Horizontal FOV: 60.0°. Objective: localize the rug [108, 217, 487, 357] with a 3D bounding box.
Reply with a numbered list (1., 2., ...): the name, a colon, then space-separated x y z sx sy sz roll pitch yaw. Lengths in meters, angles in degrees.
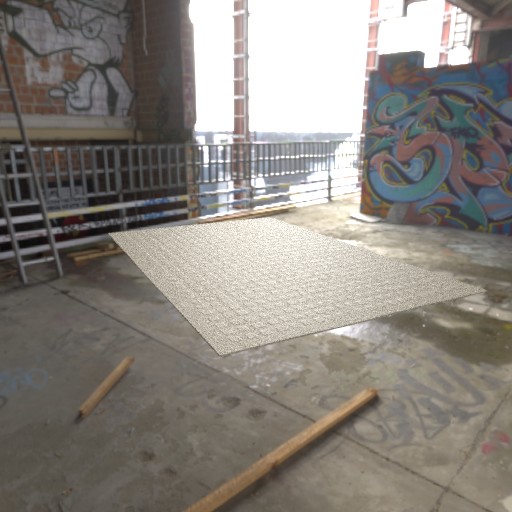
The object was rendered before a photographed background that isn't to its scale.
1. rug: 0.000 0.000 2.231 1.143 0.006 1.747 -8 18 -27
